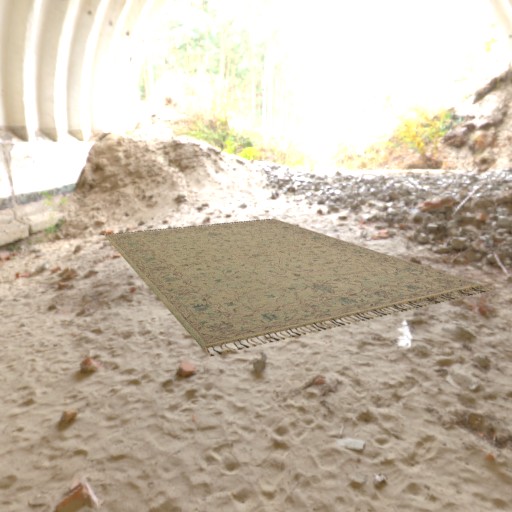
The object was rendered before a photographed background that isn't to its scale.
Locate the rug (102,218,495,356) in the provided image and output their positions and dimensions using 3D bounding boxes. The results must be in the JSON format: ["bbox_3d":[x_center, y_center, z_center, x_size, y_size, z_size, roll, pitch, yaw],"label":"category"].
[{"bbox_3d":[0.000,0.000,2.269,1.247,0.008,1.802,-8,17,-26],"label":"rug"}]
